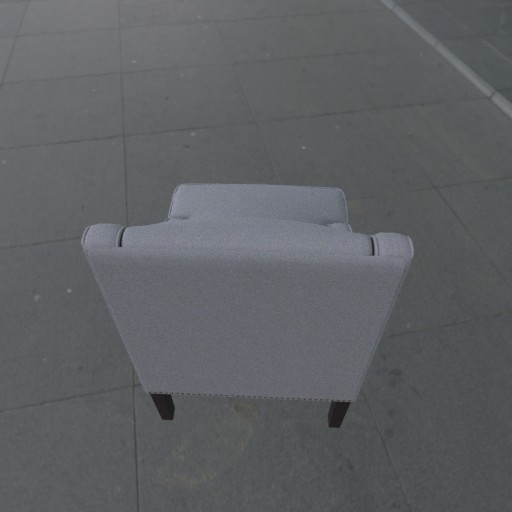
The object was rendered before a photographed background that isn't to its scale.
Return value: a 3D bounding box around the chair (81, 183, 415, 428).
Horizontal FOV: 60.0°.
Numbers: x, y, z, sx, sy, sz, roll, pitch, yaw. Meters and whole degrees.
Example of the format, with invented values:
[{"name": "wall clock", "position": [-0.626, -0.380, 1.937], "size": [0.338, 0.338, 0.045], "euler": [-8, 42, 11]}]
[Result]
[{"name": "chair", "position": [0.000, 0.000, 1.368], "size": [0.631, 0.867, 0.747], "euler": [2, 49, 2]}]
